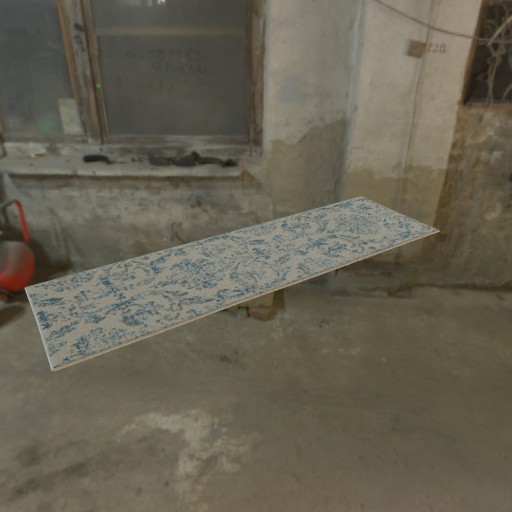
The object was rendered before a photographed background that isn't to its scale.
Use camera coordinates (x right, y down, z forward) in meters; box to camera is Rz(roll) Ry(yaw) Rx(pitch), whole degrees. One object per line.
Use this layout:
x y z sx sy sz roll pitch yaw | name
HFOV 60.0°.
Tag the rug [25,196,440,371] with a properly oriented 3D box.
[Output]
0.000 0.000 2.386 2.196 0.011 0.662 -17 34 -28 | rug
